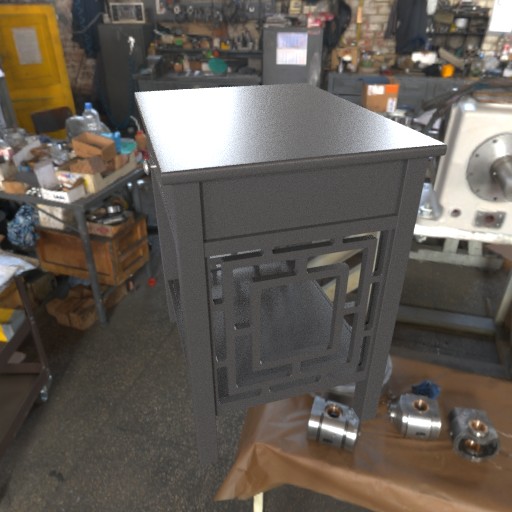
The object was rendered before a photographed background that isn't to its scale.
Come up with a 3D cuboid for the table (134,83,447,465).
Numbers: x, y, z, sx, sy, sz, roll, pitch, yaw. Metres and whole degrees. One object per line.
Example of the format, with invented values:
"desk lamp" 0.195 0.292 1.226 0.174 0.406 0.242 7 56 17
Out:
"table" 0.000 0.000 1.026 0.451 0.646 0.564 -9 32 -14
